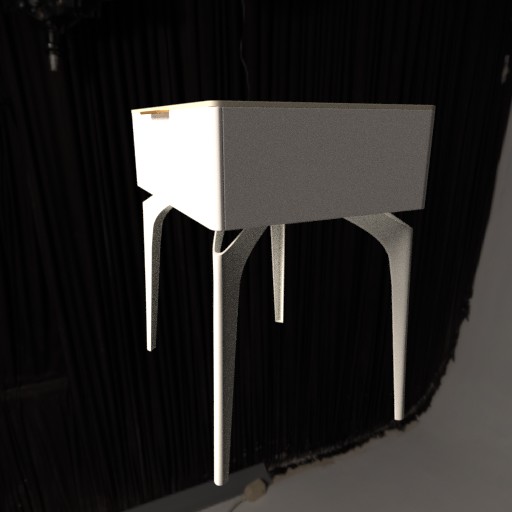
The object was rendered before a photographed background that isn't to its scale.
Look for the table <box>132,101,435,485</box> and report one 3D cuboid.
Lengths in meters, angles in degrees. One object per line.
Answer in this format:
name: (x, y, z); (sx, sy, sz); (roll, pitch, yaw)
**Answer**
table: (0.000, 0.000, 0.901); (0.400, 0.570, 0.500); (-8, 19, -25)
